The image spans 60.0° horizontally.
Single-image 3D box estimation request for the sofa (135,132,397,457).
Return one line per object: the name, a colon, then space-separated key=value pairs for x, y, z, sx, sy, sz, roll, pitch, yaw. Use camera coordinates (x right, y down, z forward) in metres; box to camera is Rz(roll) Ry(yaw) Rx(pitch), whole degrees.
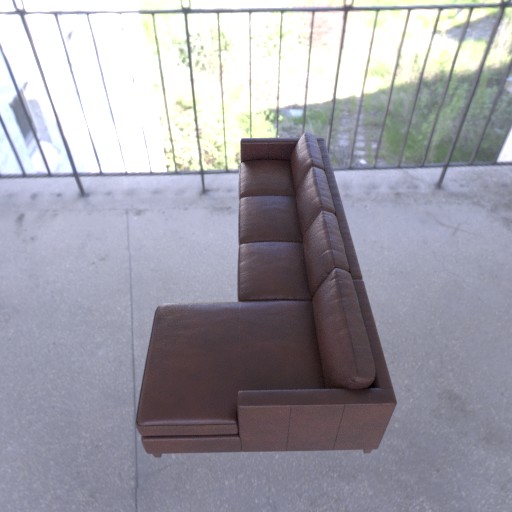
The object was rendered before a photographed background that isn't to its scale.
sofa: x=0.000 y=0.000 z=3.921 sx=1.581 sy=0.883 sz=3.203 roll=-1 pitch=43 yaw=-1
